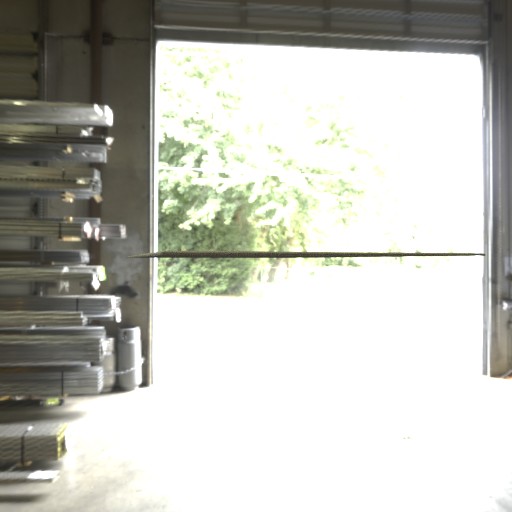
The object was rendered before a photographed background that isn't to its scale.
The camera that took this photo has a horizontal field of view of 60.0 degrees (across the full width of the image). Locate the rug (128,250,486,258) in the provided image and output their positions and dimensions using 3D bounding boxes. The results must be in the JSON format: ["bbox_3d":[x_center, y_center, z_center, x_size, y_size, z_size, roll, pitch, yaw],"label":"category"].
[{"bbox_3d":[0.000,0.000,2.354,1.219,0.012,1.839,0,-1,-19],"label":"rug"}]
